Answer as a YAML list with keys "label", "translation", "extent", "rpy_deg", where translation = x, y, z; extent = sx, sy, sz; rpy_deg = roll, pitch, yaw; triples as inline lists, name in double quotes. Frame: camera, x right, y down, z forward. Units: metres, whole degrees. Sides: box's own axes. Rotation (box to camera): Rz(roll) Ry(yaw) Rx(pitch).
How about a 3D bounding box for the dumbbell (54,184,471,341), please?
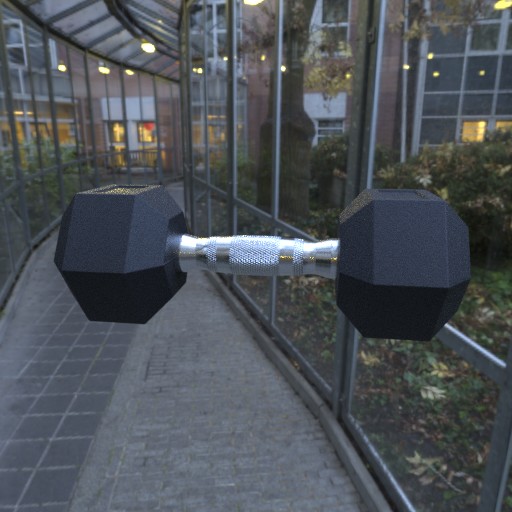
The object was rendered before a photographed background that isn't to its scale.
- label: "dumbbell"
  translation: [0.000, 0.000, 0.317]
  extent: [0.272, 0.092, 0.106]
  rpy_deg: [2, 16, 8]
